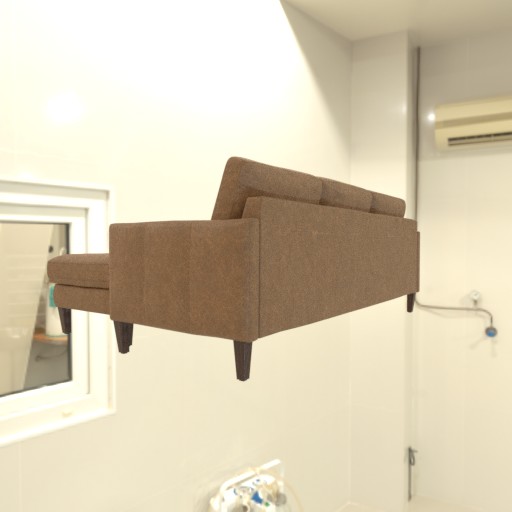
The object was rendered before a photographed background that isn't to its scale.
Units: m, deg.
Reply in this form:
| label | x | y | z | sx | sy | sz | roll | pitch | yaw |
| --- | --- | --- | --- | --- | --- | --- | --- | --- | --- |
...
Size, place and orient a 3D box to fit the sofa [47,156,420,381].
| label | x | y | z | sx | sy | sz | roll | pitch | yaw |
| --- | --- | --- | --- | --- | --- | --- | --- | --- | --- |
| sofa | 0.000 | 0.000 | 2.908 | 1.506 | 0.876 | 2.178 | 1 | 2 | 36 |
